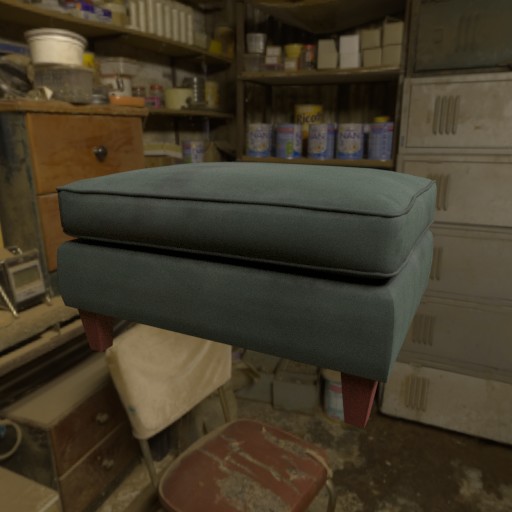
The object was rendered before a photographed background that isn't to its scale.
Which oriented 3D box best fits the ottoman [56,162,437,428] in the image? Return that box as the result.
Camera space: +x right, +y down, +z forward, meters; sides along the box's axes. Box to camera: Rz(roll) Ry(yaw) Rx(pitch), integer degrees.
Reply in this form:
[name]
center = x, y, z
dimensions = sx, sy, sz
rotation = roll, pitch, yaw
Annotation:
[ottoman]
center = 0.000, 0.000, 1.230
dimensions = 0.864, 0.495, 0.632
rotation = 8, 17, 26
